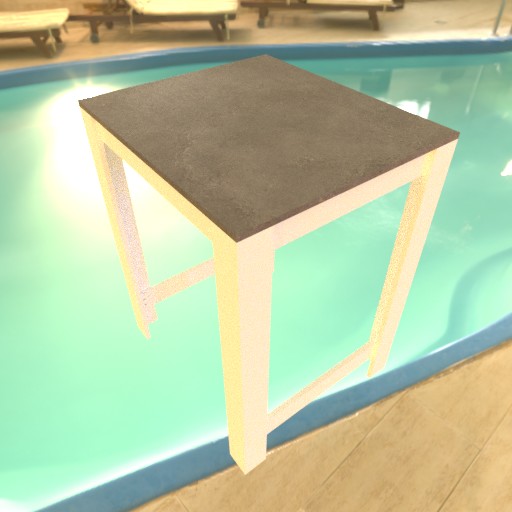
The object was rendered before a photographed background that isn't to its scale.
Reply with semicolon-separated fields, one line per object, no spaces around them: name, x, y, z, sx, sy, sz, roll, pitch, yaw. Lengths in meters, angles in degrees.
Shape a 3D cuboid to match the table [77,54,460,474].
table;0.000;0.000;1.544;0.700;1.020;0.800;-27;48;-27
